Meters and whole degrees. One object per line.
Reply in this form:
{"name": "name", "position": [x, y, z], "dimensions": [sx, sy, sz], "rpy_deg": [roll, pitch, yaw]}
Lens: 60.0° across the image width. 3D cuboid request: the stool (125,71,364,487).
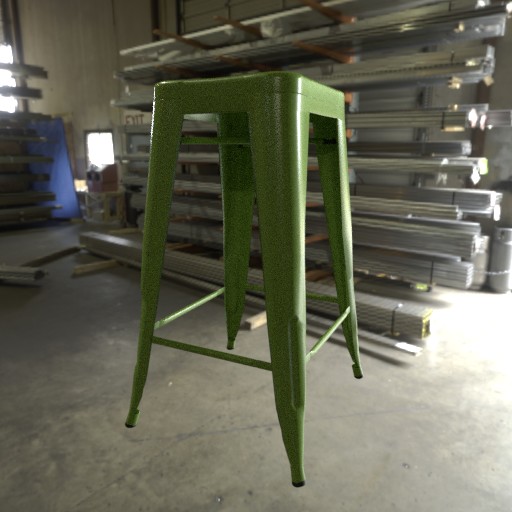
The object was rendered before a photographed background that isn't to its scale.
{"name": "stool", "position": [0.000, 0.000, 0.850], "dimensions": [0.358, 0.609, 0.398], "rpy_deg": [7, 15, 26]}
